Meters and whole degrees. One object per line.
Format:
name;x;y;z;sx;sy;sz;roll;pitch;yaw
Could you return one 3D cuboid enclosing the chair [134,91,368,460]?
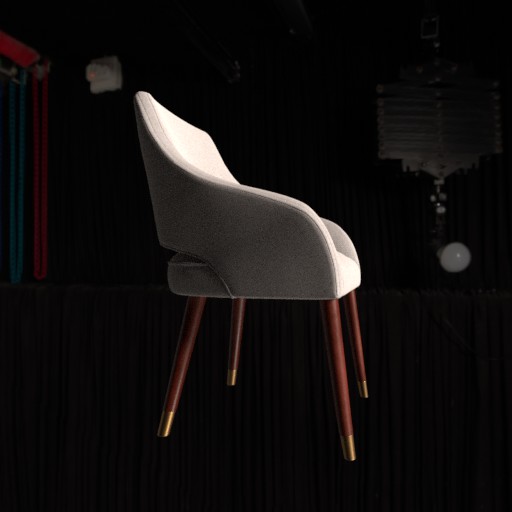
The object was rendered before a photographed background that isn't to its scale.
chair;0.000;0.000;1.283;0.600;0.889;0.609;0;-1;17
